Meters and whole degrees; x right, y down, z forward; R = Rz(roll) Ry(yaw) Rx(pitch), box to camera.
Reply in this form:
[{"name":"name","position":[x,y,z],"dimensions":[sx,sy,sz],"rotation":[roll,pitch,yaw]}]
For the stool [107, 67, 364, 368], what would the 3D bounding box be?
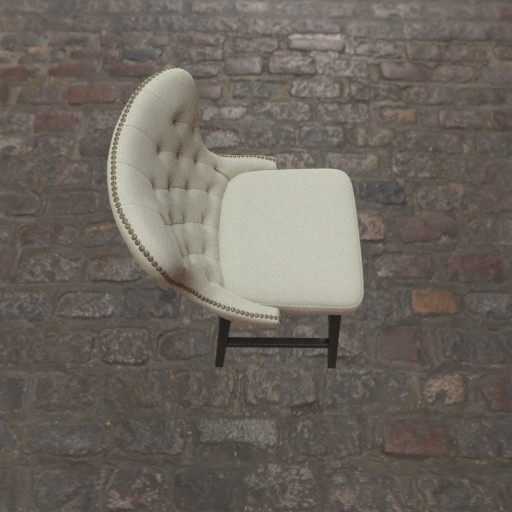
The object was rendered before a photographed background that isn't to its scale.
[{"name":"stool","position":[0.000,0.000,1.307],"dimensions":[0.593,0.971,0.528],"rotation":[1,63,0]}]
